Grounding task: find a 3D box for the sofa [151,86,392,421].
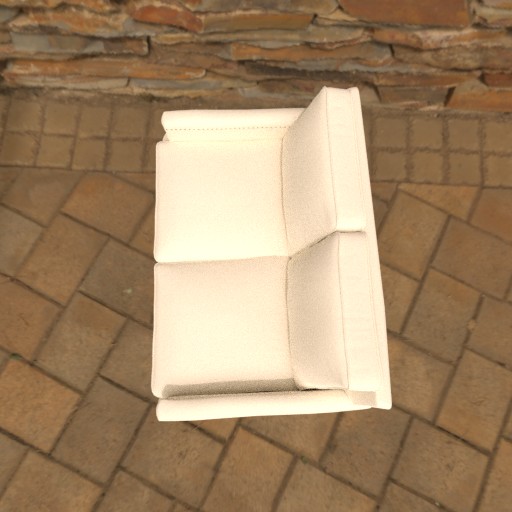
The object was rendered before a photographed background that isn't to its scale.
[{"bbox_3d":[0.000,0.000,2.325,1.084,1.003,1.597,-2,76,-1],"label":"sofa"}]
